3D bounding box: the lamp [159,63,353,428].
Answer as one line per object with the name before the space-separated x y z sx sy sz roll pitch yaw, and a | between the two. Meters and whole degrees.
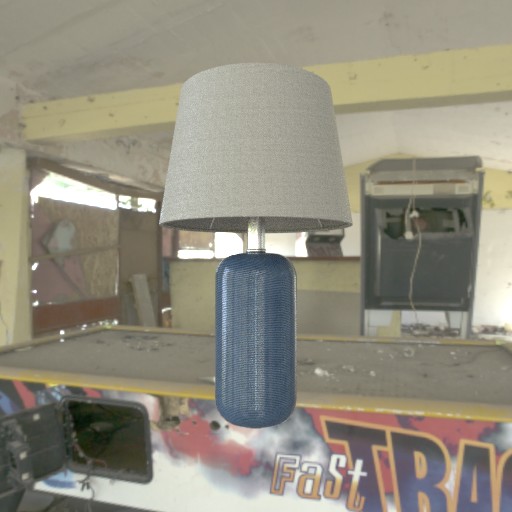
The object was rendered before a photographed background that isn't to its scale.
lamp | 0.000 0.000 0.590 0.253 0.428 0.253 0 -1 0
